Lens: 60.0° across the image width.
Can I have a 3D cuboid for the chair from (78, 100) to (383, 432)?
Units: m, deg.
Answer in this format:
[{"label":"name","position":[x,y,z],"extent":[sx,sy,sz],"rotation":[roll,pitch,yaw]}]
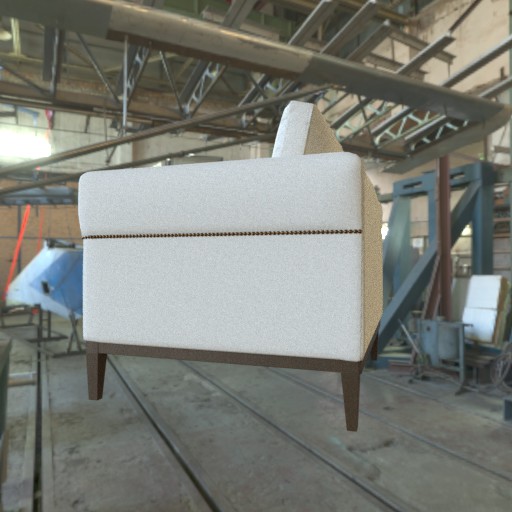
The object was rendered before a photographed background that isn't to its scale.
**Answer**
[{"label":"chair","position":[0.000,0.000,1.700],"extent":[0.896,0.915,0.982],"rotation":[0,-1,19]}]
